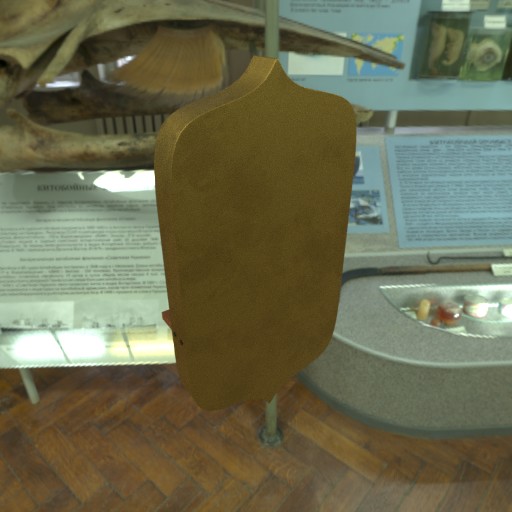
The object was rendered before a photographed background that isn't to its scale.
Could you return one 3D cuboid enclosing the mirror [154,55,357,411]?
[{"bbox_3d":[0.000,0.000,0.740,0.323,0.613,0.096,-19,35,-29],"label":"mirror"}]
